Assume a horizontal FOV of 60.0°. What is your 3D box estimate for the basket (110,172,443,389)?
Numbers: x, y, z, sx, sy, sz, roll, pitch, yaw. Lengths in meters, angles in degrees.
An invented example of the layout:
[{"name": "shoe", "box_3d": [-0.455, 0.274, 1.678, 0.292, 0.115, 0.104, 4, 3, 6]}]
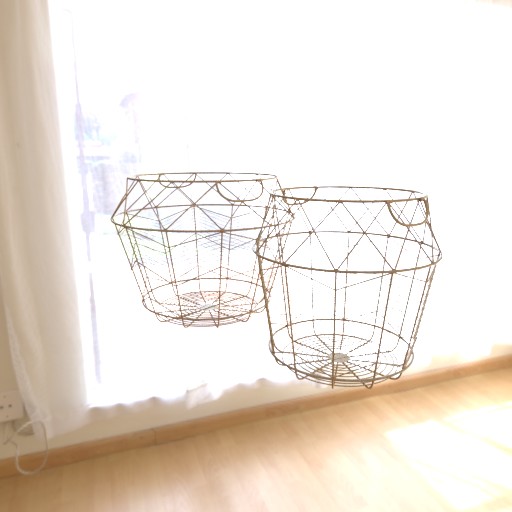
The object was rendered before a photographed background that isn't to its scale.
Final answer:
[{"name": "basket", "box_3d": [0.000, 0.000, 0.998, 0.805, 0.343, 0.451, 13, 19, 43]}]
